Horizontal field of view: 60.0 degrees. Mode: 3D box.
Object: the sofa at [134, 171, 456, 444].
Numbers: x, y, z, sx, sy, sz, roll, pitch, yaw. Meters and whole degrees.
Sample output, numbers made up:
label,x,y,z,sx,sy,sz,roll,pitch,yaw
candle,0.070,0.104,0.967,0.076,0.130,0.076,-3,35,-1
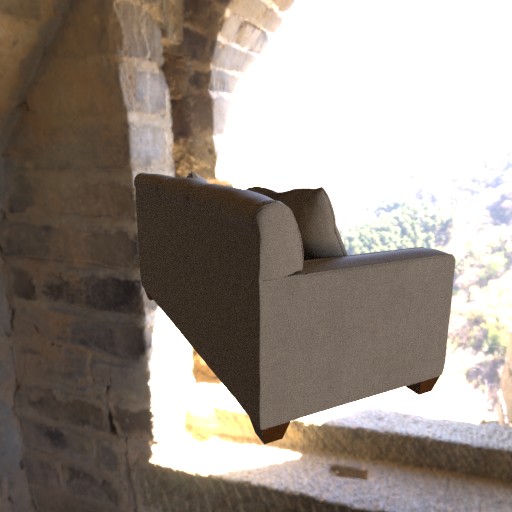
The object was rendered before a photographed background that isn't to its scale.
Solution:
label,x,y,z,sx,sy,sz,roll,pitch,yaw
sofa,0.000,0.000,2.602,0.997,0.958,2.024,-6,15,-25
